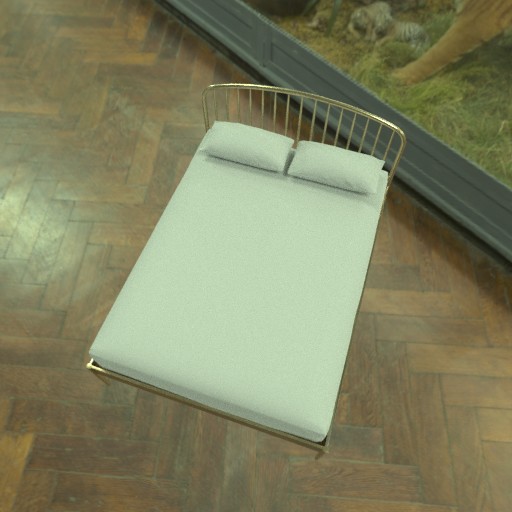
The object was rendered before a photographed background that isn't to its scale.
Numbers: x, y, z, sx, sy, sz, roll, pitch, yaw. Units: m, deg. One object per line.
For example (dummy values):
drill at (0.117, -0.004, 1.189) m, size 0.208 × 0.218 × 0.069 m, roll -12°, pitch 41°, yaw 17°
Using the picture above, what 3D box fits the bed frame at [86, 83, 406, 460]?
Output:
bed frame at (0.000, 0.000, 3.150) m, size 1.612 × 1.175 × 2.152 m, roll 16°, pitch 61°, yaw 9°
